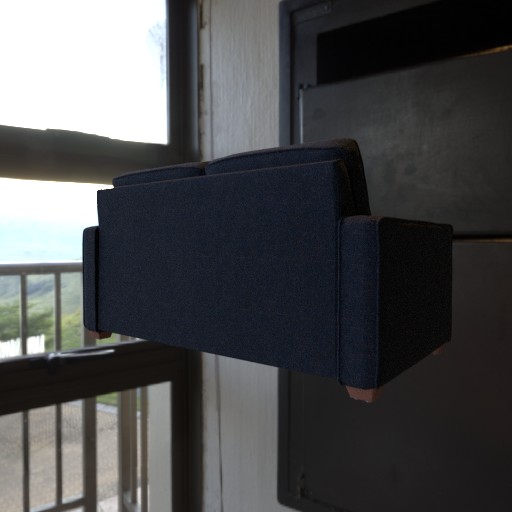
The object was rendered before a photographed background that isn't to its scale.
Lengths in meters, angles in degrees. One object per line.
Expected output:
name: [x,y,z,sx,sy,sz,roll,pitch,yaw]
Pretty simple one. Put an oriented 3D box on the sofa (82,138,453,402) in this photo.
sofa: [0.000,0.000,2.273,1.709,0.918,0.947,1,2,37]
